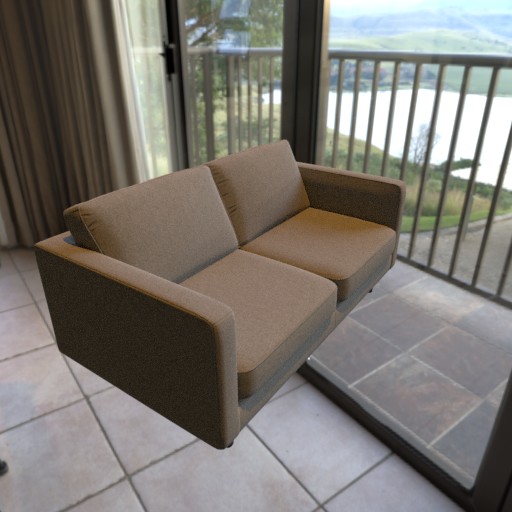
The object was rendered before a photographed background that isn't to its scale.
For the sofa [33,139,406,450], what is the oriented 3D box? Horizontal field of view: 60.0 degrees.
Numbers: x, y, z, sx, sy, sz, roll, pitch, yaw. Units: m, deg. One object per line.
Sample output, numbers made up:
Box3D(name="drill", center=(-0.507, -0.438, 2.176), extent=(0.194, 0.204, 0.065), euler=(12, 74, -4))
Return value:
Box3D(name="sofa", center=(0.000, 0.000, 2.282), extent=(1.000, 0.900, 1.731), euler=(18, 31, 31))
